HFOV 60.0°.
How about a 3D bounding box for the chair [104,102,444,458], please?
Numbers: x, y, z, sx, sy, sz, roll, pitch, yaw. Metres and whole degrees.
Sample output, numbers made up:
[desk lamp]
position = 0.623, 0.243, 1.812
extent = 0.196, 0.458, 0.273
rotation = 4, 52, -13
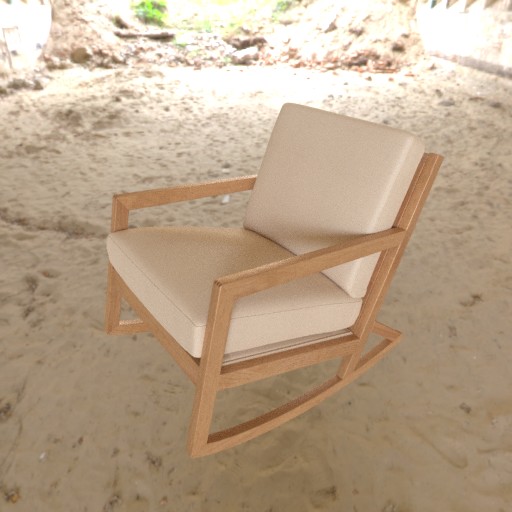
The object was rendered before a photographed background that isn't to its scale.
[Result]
[chair]
position = 0.000, 0.000, 1.401
extent = 0.857, 0.790, 0.622
rotation = -20, 36, -31
